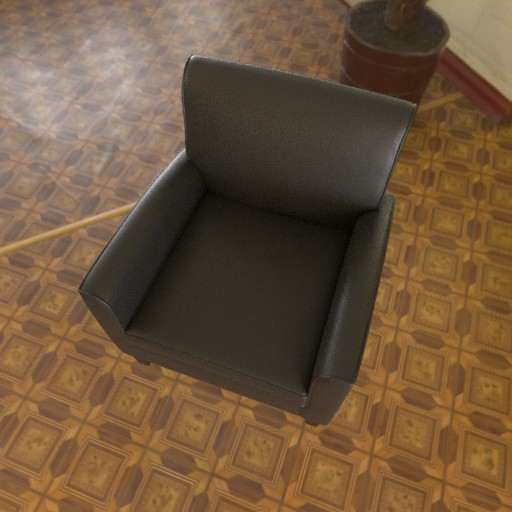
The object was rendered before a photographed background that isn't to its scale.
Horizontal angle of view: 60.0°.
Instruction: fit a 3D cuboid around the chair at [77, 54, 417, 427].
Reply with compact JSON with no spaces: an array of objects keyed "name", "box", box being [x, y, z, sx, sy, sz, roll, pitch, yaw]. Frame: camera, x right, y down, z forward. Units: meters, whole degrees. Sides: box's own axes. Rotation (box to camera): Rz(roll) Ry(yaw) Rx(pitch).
[{"name":"chair","box":[0.000,0.000,1.542,0.820,0.916,0.819,17,59,10]}]
